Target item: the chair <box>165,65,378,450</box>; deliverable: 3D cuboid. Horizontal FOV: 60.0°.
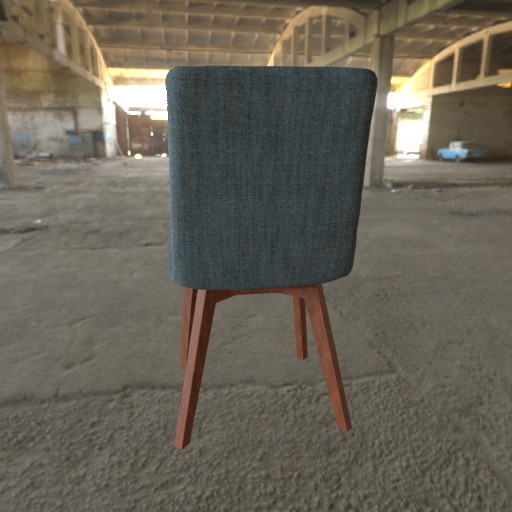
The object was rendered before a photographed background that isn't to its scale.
[{"bbox_3d":[0.000,0.000,1.308,0.522,0.974,0.563,-2,15,-9],"label":"chair"}]
